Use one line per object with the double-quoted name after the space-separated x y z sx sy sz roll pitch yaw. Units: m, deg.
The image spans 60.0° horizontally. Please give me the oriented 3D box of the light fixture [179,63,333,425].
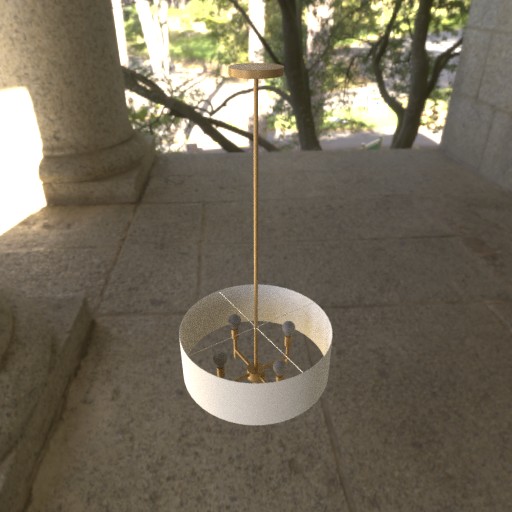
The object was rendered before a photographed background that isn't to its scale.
0.000 0.000 1.346 0.508 1.067 0.508 0 30 0 "light fixture"
